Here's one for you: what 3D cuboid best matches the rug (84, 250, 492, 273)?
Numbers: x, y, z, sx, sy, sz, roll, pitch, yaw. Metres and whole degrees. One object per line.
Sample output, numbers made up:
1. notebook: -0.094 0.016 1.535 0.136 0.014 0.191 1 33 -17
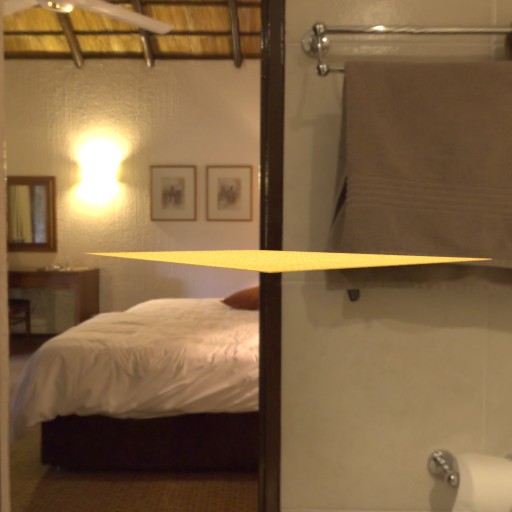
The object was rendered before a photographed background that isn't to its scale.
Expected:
1. rug: 0.000 0.000 3.691 1.981 0.006 2.895 -2 3 -36
